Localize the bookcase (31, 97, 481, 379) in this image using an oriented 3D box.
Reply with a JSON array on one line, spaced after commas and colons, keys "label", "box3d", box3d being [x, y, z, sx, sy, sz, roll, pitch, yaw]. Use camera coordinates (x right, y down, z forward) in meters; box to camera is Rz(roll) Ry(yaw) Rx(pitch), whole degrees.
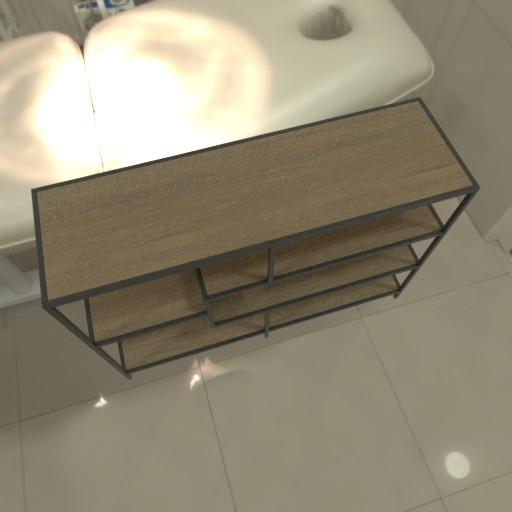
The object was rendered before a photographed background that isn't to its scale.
[{"label": "bookcase", "box3d": [0.000, 0.000, 1.519, 1.140, 0.780, 0.350, -15, 64, -8]}]
